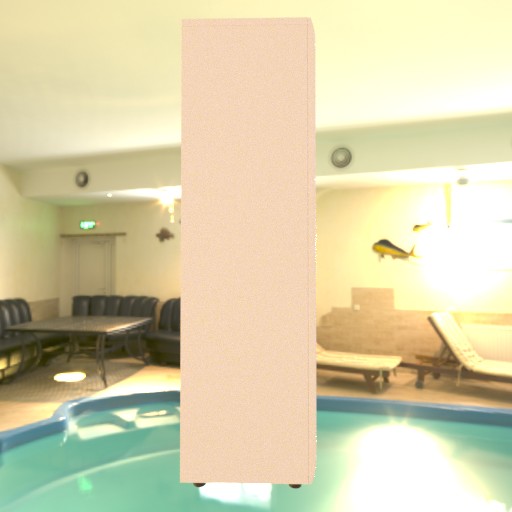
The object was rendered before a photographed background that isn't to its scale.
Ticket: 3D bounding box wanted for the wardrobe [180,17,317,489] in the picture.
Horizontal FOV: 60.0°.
[{"bbox_3d":[0.000,0.000,1.571,0.360,1.200,0.900,0,-1,2],"label":"wardrobe"}]
